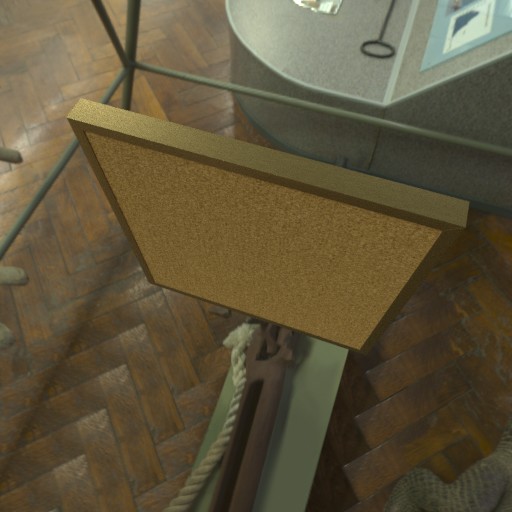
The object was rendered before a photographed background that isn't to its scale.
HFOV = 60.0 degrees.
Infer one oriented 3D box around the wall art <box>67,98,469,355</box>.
[{"bbox_3d":[0.000,0.000,0.768,0.510,0.509,0.037,17,63,9],"label":"wall art"}]
